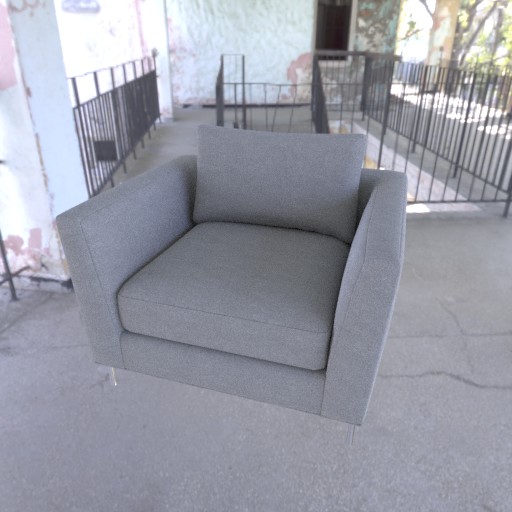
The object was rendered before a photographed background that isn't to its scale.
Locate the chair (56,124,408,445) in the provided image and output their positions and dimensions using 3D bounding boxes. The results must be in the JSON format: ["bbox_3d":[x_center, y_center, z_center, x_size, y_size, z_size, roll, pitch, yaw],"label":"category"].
[{"bbox_3d":[0.000,0.000,1.700,1.041,0.864,0.889,8,27,16],"label":"chair"}]
